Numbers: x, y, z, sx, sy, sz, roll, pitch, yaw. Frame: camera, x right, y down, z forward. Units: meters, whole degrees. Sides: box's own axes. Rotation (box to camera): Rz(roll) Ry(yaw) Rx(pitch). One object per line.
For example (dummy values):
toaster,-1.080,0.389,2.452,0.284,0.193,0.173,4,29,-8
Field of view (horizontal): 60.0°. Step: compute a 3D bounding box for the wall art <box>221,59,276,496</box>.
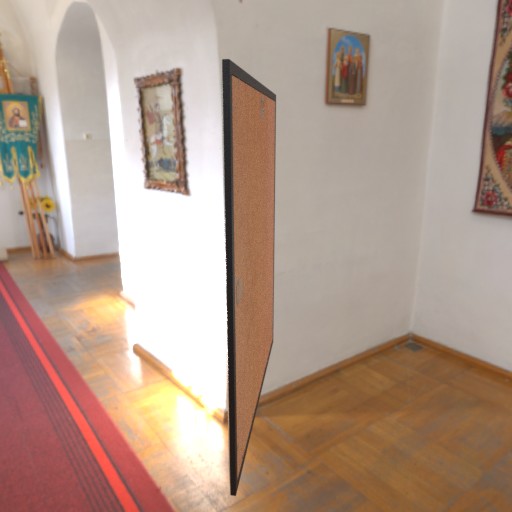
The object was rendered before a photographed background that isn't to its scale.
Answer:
wall art,0.000,0.000,0.903,0.018,0.660,0.559,2,16,8
